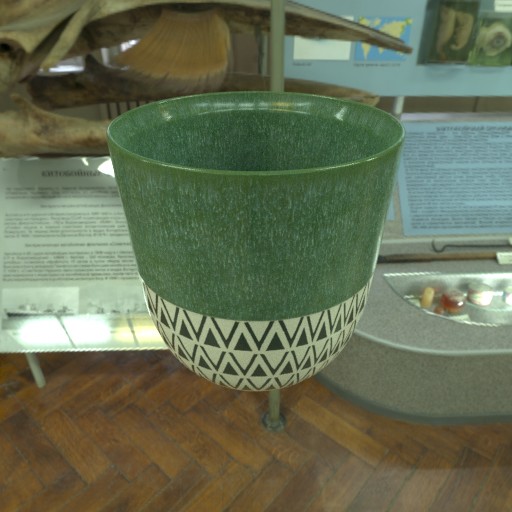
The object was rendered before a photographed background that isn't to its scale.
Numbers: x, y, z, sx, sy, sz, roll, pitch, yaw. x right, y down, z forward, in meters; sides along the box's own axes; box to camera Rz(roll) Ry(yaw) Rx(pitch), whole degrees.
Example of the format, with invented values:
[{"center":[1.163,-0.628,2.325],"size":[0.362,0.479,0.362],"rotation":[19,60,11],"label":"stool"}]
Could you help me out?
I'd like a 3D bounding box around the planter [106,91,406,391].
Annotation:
[{"center":[0.000,0.000,0.355],"size":[0.195,0.214,0.195],"rotation":[0,32,0],"label":"planter"}]
